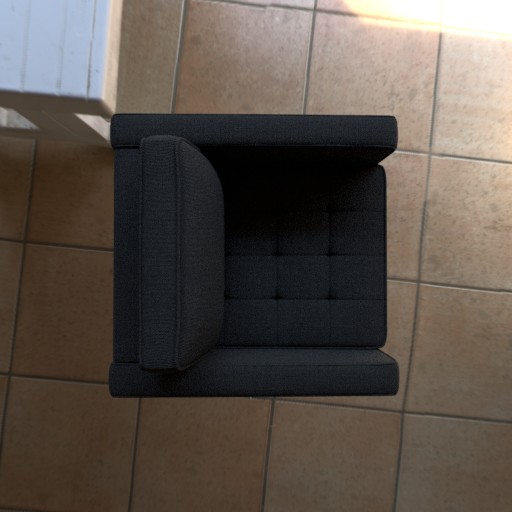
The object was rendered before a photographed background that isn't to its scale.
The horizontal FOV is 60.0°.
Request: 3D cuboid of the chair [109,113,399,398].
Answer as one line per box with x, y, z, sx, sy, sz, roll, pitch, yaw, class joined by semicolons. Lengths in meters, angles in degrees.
0.000;0.000;1.572;0.919;0.770;0.899;0;89;-1;chair
